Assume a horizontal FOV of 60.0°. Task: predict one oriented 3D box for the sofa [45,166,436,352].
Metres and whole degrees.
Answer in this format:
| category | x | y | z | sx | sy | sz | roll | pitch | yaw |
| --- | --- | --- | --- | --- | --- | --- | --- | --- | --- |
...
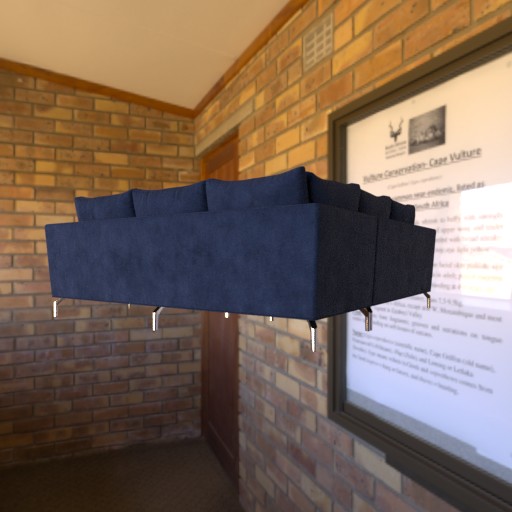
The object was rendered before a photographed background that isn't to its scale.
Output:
| category | x | y | z | sx | sy | sz | roll | pitch | yaw |
| --- | --- | --- | --- | --- | --- | --- | --- | --- | --- |
| sofa | 0.000 | 0.000 | 3.892 | 2.463 | 0.988 | 2.472 | 0 | 0 | 35 |
